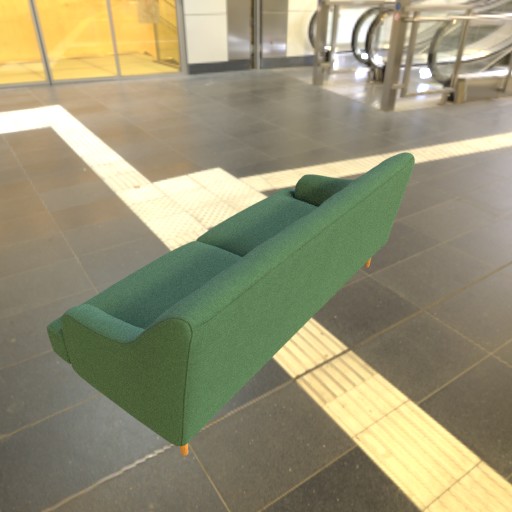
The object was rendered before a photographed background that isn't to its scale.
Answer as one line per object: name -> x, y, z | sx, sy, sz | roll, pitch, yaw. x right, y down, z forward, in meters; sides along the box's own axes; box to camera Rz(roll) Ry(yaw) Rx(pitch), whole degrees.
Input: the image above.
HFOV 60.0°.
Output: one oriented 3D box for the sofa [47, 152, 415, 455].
sofa -> 0.000, 0.000, 2.486 | 0.978, 0.871, 2.057 | 22, 38, 31
